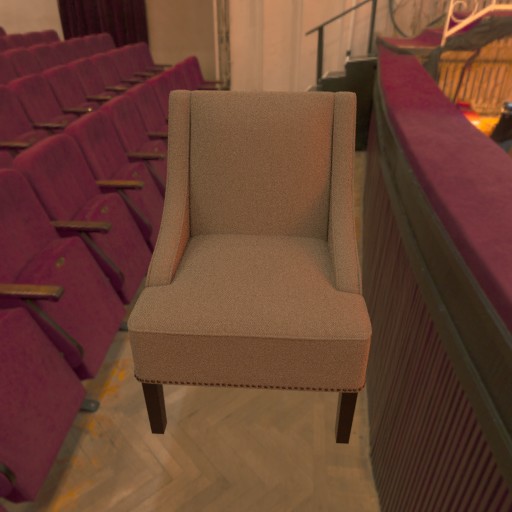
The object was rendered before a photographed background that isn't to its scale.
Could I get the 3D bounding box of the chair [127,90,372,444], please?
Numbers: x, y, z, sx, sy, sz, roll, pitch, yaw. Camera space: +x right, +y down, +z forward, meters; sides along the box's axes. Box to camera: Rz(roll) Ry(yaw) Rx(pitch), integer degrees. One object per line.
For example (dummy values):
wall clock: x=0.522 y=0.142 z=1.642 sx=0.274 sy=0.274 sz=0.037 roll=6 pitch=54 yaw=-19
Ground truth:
chair: x=0.000 y=0.000 z=1.395 sx=0.628 sy=0.872 sz=0.748 roll=2 pitch=30 yaw=3
